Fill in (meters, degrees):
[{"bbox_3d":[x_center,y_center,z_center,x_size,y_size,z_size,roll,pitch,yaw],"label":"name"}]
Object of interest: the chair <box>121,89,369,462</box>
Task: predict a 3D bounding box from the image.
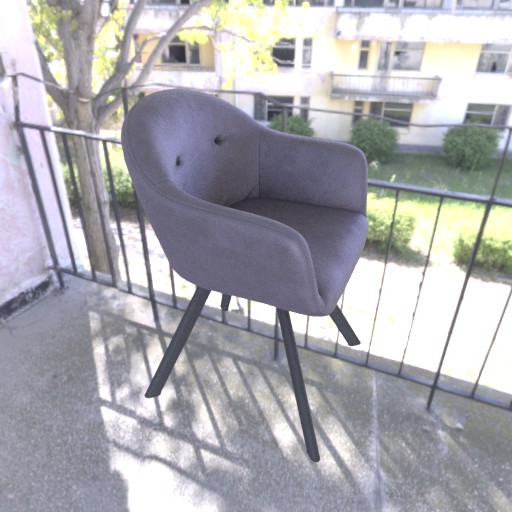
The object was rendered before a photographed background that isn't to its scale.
[{"bbox_3d":[0.000,0.000,1.161,0.544,0.781,0.567,13,33,20],"label":"chair"}]
